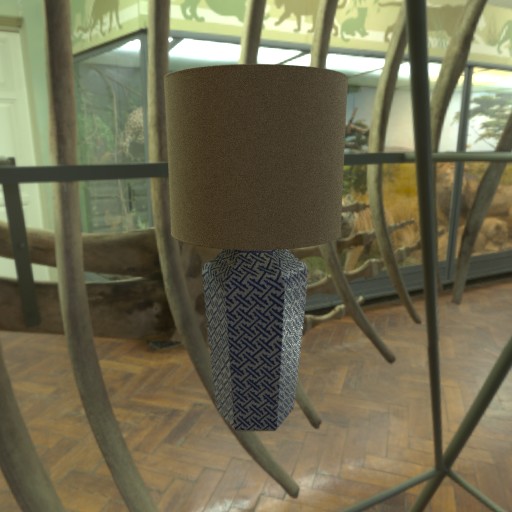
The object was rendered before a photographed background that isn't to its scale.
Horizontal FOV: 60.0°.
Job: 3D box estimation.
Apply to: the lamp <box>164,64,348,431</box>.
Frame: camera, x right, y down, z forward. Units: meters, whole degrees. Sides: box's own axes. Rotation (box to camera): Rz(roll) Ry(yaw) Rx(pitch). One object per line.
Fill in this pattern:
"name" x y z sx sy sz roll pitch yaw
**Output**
"lamp" 0.000 0.000 0.861 0.320 0.682 0.320 -7 16 -25
